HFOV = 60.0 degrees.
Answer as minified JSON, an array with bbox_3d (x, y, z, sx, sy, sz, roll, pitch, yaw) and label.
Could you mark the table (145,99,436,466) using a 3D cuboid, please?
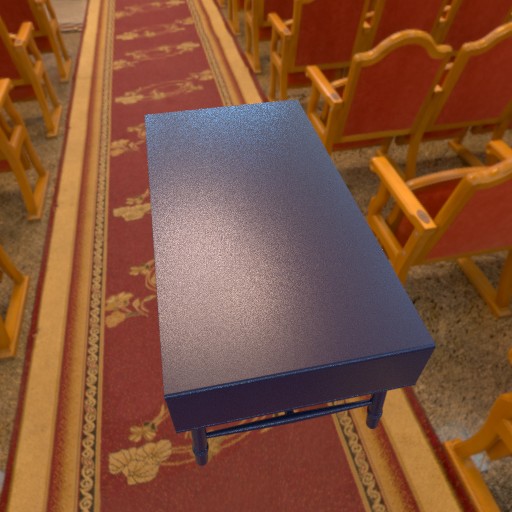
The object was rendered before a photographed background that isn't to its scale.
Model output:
[{"bbox_3d":[0.000,0.000,1.389,0.572,0.457,1.067,-9,47,-8],"label":"table"}]
